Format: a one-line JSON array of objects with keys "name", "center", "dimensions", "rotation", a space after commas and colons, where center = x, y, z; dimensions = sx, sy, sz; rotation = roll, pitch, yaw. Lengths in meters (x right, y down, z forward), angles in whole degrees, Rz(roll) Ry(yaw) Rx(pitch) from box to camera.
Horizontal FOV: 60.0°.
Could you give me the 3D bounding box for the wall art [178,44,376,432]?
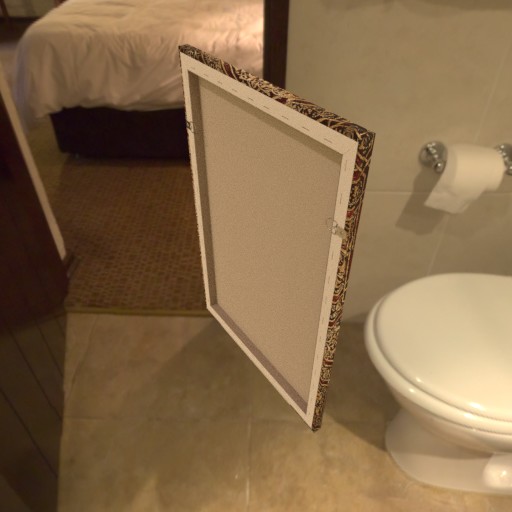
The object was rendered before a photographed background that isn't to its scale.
[{"name": "wall art", "center": [0.000, 0.000, 0.770], "dimensions": [0.020, 0.599, 0.397], "rotation": [-25, 47, -26]}]
